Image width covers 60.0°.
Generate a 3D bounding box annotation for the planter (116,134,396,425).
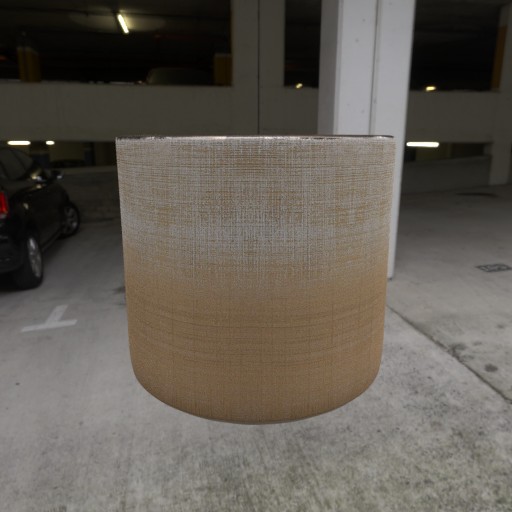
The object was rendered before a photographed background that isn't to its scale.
[{"bbox_3d":[0.000,0.000,0.383,0.221,0.201,0.221,0,15,0],"label":"planter"}]
